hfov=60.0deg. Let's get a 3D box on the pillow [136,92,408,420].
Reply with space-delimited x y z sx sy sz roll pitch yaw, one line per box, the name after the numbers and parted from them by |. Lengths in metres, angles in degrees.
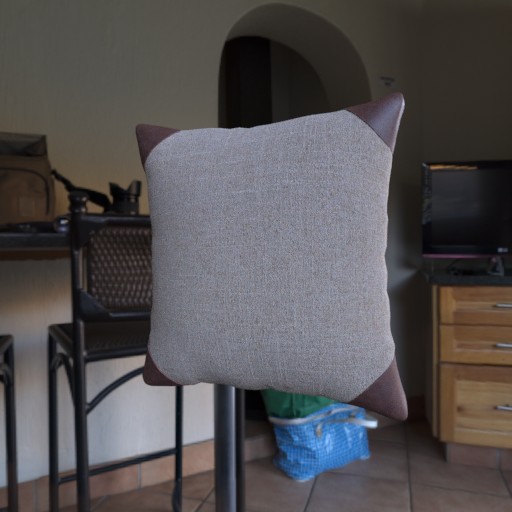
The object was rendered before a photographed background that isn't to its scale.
0.000 0.000 0.674 0.437 0.448 0.147 0 0 19 | pillow
